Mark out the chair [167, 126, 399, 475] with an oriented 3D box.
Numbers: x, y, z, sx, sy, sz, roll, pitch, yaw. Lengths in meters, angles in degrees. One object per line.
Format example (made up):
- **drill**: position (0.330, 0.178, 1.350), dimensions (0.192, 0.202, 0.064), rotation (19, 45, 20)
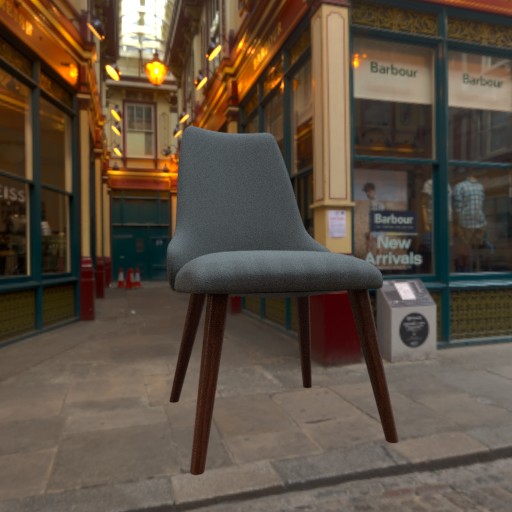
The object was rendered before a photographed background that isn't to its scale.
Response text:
- **chair**: position (0.000, 0.000, 1.343), dimensions (0.535, 0.918, 0.707), rotation (0, 1, -18)
